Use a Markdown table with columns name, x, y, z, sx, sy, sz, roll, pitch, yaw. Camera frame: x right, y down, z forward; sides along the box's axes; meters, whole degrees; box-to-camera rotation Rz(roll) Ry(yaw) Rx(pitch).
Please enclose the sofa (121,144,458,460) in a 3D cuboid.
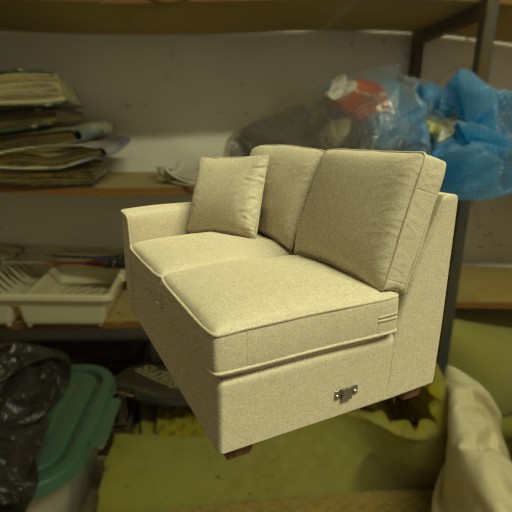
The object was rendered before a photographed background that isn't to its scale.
| name | x | y | z | sx | sy | sz | roll | pitch | yaw |
| --- | --- | --- | --- | --- | --- | --- | --- | --- | --- |
| sofa | 0.000 | 0.000 | 2.063 | 0.991 | 0.989 | 1.388 | -8 | 18 | -26 |
